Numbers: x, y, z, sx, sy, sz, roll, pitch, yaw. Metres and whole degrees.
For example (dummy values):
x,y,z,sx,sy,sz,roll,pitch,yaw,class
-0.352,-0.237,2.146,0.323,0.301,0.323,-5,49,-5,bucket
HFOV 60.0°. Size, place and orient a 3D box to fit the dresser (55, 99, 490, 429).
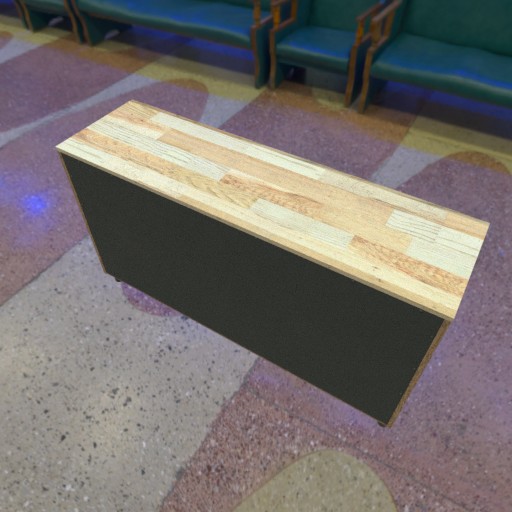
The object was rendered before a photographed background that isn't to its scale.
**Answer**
x,y,z,sx,sy,sz,roll,pitch,yaw,class
0.000,0.000,1.908,1.547,0.834,0.487,24,52,21,dresser
